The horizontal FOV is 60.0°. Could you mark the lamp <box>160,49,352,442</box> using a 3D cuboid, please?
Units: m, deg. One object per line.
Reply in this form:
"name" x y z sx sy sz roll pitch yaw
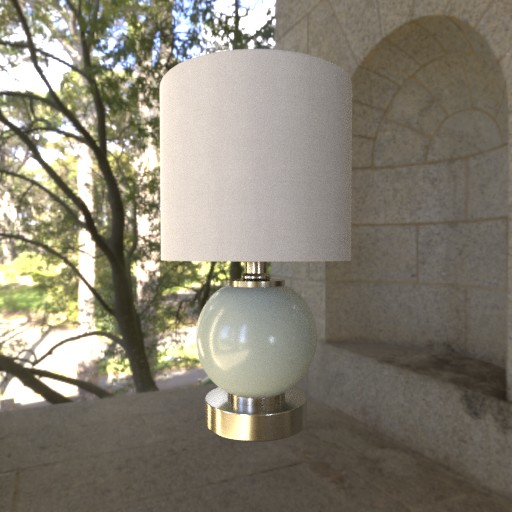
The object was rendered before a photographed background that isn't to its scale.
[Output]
"lamp" 0.000 0.000 0.475 0.201 0.353 0.201 0 0 35
